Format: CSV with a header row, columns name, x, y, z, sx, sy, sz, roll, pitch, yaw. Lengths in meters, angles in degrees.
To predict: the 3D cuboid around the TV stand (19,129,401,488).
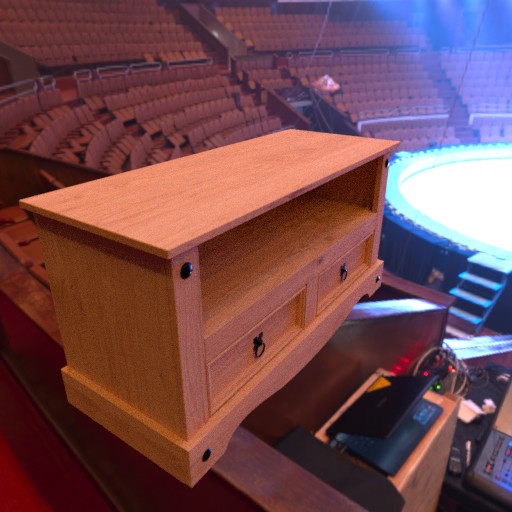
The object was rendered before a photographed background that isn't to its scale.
name,x,y,z,sx,sy,sz,roll,pitch,yaw
TV stand,0.000,0.000,1.316,0.440,0.550,1.080,17,30,32
